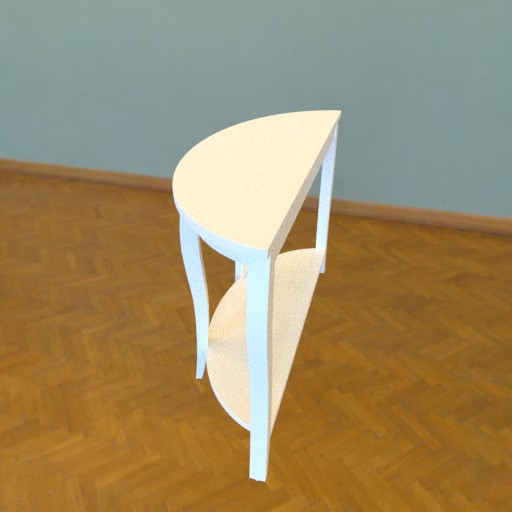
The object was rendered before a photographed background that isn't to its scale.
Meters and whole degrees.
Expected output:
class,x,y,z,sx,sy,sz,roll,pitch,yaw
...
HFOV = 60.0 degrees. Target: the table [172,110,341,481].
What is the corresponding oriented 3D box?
class,x,y,z,sx,sy,sz,roll,pitch,yaw
table,0.000,0.000,1.588,0.394,0.780,1.219,8,31,14
